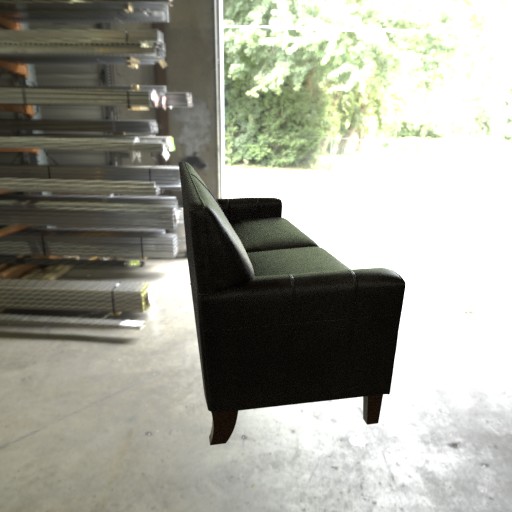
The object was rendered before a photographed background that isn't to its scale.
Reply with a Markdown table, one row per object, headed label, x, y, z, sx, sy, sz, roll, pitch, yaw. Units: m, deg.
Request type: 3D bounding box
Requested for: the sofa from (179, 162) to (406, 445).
| label | x | y | z | sx | sy | sz | roll | pitch | yaw |
| --- | --- | --- | --- | --- | --- | --- | --- | --- | --- |
| sofa | 0.000 | 0.000 | 2.545 | 0.805 | 0.947 | 2.053 | -3 | 16 | -10 |
